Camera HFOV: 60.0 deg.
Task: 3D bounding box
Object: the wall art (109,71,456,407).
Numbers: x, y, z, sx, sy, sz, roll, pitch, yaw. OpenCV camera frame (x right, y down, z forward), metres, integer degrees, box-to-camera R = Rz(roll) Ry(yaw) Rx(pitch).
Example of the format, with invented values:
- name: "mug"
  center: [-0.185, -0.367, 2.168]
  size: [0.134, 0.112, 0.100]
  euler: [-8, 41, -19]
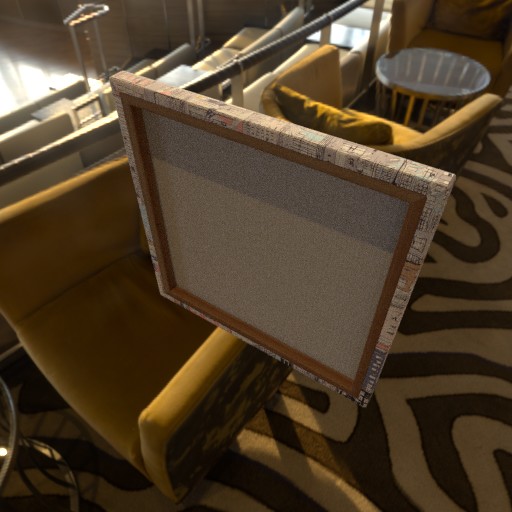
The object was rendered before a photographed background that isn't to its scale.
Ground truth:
- name: "wall art"
  center: [0.000, 0.000, 0.903]
  size: [0.607, 0.608, 0.038]
  euler: [25, 50, 22]
